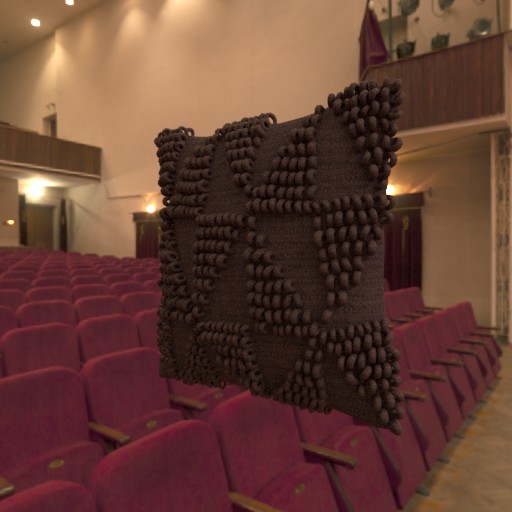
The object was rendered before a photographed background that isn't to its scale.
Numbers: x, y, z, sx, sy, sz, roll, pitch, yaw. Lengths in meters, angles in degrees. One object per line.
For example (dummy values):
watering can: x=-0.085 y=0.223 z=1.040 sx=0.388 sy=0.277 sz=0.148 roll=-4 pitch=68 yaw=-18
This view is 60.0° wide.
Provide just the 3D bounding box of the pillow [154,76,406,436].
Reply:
pillow: x=0.000 y=0.000 z=0.701 sx=0.470 sy=0.467 sz=0.172 roll=0 pitch=0 yaw=36
